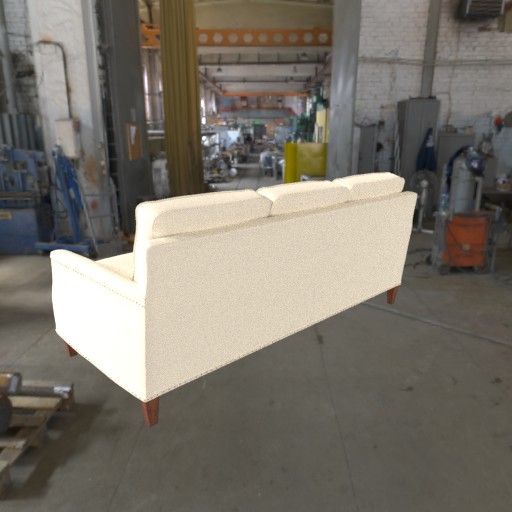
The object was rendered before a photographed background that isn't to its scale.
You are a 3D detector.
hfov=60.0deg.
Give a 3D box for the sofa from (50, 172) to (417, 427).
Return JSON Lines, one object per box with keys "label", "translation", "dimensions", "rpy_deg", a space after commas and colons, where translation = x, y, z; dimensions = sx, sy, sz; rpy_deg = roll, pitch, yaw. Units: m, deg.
{"label": "sofa", "translation": [0.000, 0.000, 2.867], "dimensions": [2.246, 1.003, 1.084], "rpy_deg": [-15, 22, -42]}
